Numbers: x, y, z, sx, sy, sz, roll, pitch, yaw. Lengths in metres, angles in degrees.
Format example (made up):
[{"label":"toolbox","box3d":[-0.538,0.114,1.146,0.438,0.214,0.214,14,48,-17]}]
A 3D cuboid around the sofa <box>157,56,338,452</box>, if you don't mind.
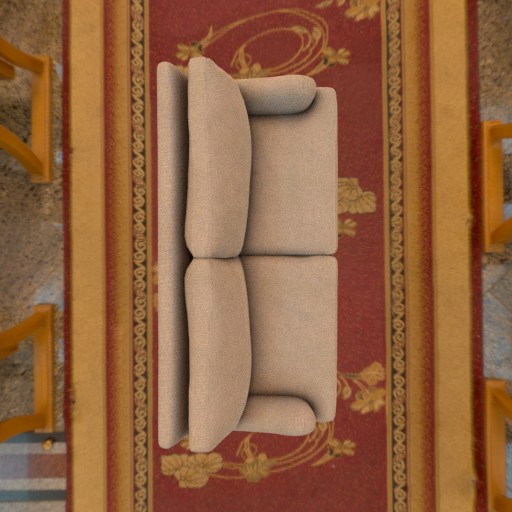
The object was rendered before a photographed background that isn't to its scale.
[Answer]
[{"label":"sofa","box3d":[0.000,0.000,2.850,1.069,1.096,2.193,0,91,1]}]
